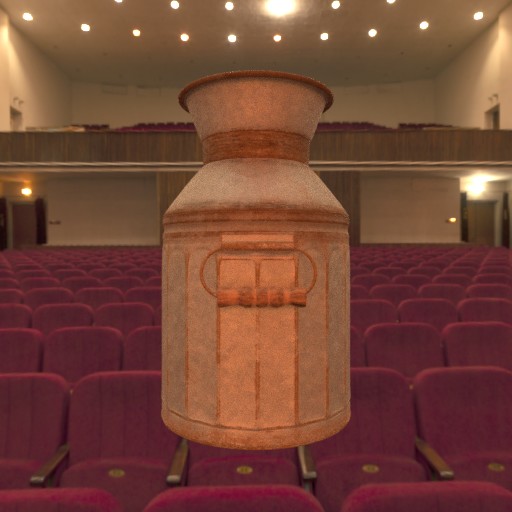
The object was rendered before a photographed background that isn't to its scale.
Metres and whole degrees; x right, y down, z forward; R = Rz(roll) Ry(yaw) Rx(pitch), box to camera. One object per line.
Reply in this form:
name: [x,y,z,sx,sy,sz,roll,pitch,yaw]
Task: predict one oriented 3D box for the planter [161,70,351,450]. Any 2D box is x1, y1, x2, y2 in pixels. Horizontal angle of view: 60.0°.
planter: [0.000,0.000,0.512,0.215,0.358,0.248,0,1,-1]
